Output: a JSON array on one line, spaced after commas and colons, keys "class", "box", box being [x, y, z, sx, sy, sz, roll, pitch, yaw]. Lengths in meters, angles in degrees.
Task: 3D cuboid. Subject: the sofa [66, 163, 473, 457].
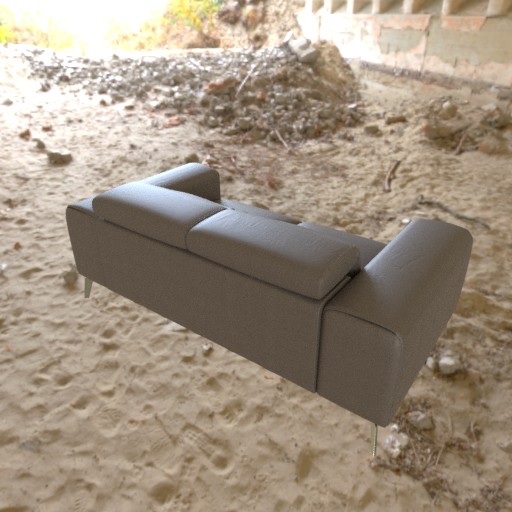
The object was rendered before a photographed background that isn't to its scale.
[{"class": "sofa", "box": [0.000, 0.000, 2.395, 1.930, 0.753, 1.024, 19, 34, 31]}]
